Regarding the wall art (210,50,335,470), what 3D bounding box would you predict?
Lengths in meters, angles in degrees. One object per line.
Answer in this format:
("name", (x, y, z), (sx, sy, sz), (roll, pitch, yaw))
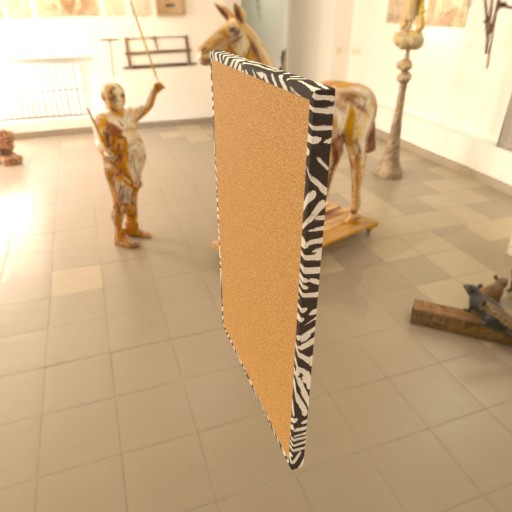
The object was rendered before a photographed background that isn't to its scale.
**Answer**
("wall art", (0.000, 0.000, 1.148), (0.035, 0.918, 0.615), (-10, 32, -17))
